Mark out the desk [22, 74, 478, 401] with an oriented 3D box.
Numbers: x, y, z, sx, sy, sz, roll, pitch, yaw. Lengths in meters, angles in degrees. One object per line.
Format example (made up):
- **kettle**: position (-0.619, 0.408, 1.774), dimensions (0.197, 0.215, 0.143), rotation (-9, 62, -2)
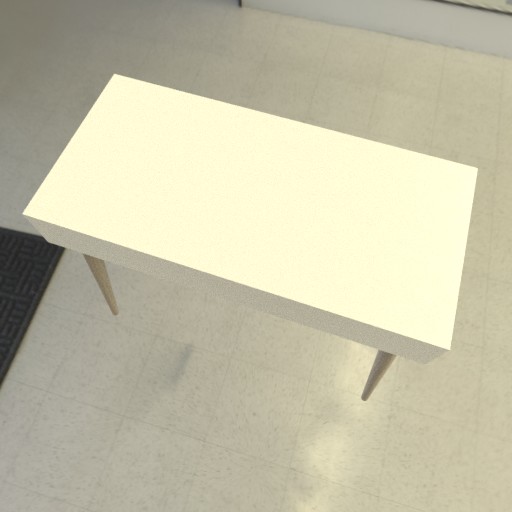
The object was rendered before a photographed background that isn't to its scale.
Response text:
- **desk**: position (0.000, 0.000, 1.375), dimensions (0.979, 0.723, 0.491), rotation (17, 66, 8)
